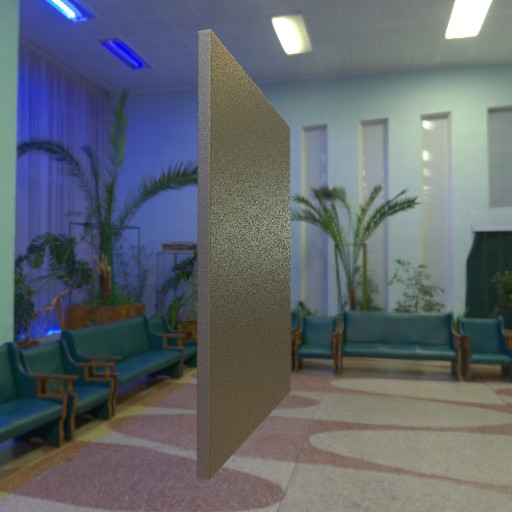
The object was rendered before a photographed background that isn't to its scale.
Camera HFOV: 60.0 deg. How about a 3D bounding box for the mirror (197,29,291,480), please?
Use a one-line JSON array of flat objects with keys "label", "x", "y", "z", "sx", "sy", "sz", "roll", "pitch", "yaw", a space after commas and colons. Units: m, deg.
[{"label": "mirror", "x": 0.000, "y": 0.000, "z": 1.368, "sx": 0.032, "sy": 1.023, "sz": 0.756, "roll": -1, "pitch": -2, "yaw": 18}]
